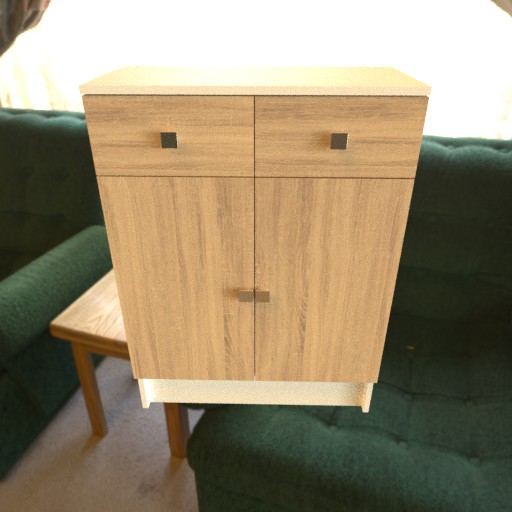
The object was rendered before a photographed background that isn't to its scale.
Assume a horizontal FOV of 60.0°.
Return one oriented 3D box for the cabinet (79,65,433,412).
[{"bbox_3d":[0.000,0.000,1.069,0.600,0.815,0.296,1,30,1],"label":"cabinet"}]
